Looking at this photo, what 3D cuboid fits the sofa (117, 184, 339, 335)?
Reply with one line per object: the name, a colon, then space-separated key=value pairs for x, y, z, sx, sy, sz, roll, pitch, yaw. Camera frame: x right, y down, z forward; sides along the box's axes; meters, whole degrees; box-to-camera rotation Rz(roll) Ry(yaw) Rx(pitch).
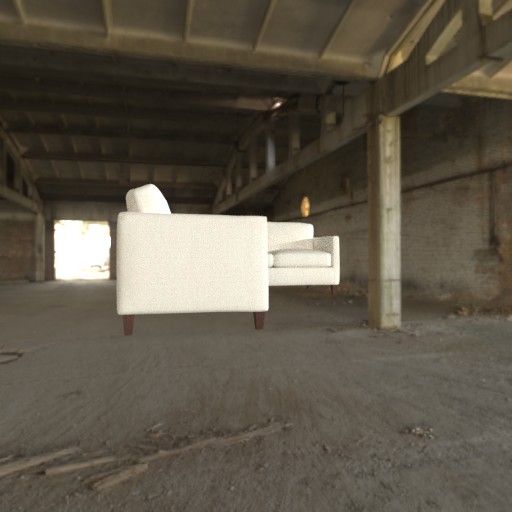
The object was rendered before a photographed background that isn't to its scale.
sofa: x=0.000 y=0.000 z=4.456 sx=2.593 sy=0.947 sz=3.302 roll=0 pitch=0 yaw=-15
